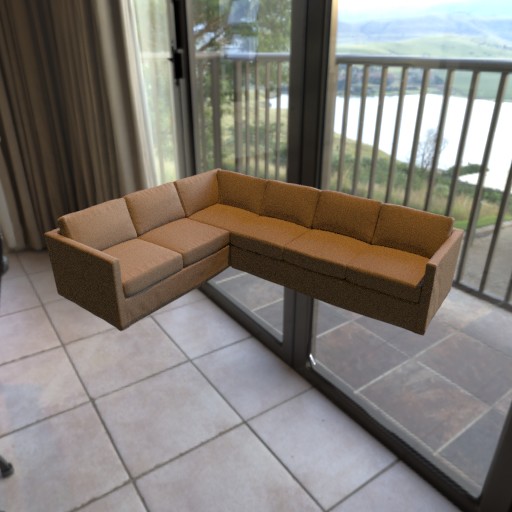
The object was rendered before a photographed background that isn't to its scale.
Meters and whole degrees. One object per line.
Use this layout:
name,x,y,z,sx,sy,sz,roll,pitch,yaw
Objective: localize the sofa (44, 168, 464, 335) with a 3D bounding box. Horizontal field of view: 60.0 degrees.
sofa,0.000,0.000,4.294,3.182,0.871,2.432,18,31,32
